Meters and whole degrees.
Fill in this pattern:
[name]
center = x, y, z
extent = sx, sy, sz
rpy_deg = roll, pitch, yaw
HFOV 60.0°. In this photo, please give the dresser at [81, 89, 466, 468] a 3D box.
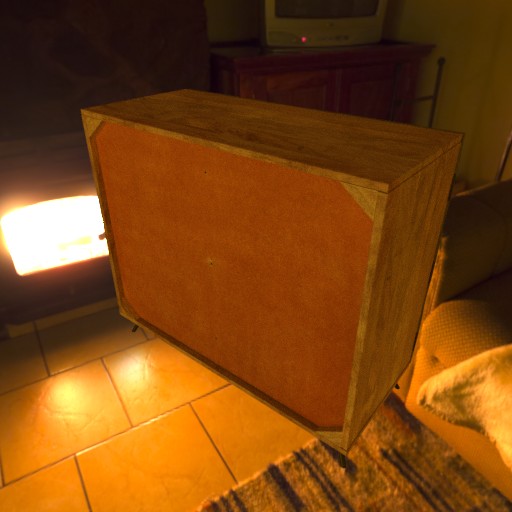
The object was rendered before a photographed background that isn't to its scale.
[dresser]
center = 0.000, 0.000, 1.401
extent = 0.967, 0.847, 0.446
rpy_deg = 22, 37, 33
